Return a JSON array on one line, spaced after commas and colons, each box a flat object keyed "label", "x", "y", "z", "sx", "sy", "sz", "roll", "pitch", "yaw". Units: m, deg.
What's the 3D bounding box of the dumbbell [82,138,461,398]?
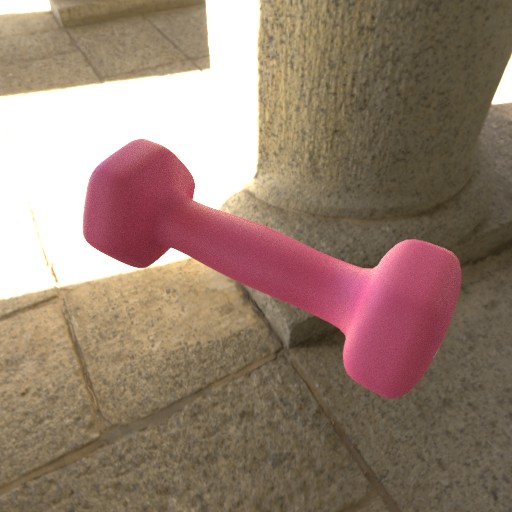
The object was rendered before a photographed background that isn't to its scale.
[{"label": "dumbbell", "x": 0.000, "y": 0.000, "z": 0.175, "sx": 0.146, "sy": 0.053, "sz": 0.058, "roll": 24, "pitch": 51, "yaw": 21}]
